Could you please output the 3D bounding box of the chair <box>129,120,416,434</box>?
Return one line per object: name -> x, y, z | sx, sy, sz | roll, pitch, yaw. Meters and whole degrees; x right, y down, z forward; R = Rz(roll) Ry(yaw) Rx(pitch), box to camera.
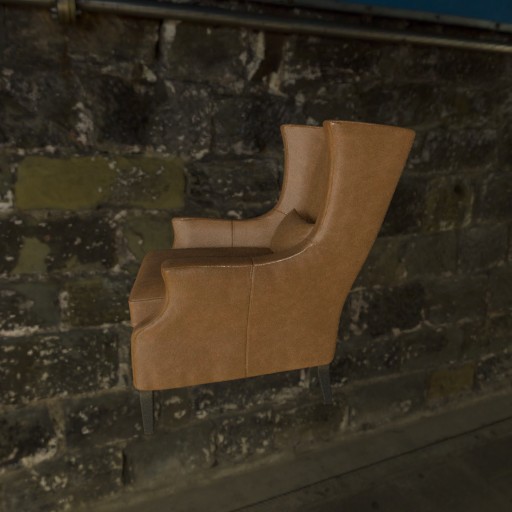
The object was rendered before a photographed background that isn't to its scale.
chair -> 0.000, 0.000, 1.758 | 0.925, 1.016, 0.852 | -2, 15, -8
